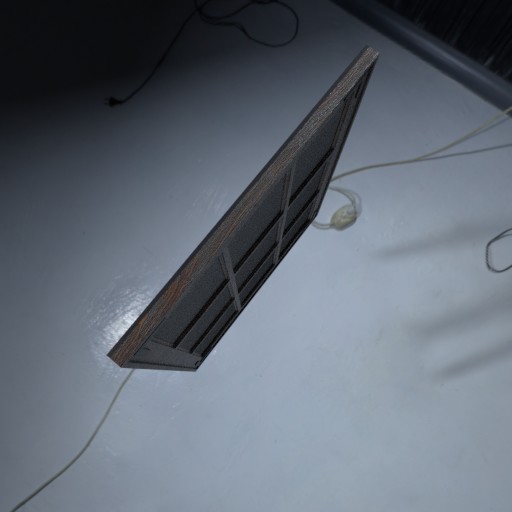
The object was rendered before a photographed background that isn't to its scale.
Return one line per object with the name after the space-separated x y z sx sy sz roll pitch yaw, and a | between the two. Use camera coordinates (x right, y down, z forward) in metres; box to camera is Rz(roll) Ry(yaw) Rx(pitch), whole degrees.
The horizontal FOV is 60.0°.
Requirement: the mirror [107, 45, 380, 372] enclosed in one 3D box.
0.000 0.000 1.194 0.032 0.882 0.730 37 78 9 | mirror
